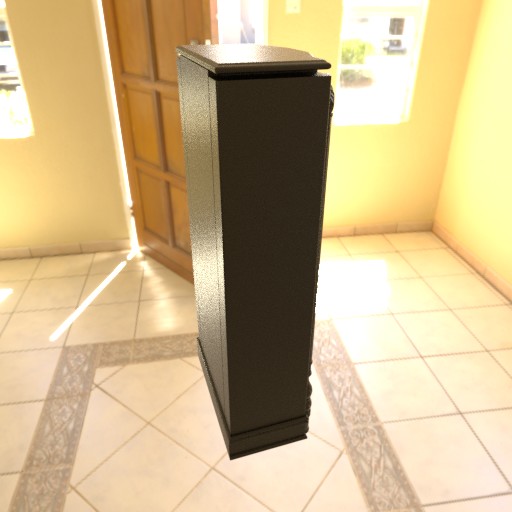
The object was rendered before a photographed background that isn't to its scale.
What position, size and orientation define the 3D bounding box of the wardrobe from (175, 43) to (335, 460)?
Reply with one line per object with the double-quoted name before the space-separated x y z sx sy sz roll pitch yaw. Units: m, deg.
"wardrobe" 0.000 0.000 1.200 0.295 1.011 0.444 -9 31 -16
